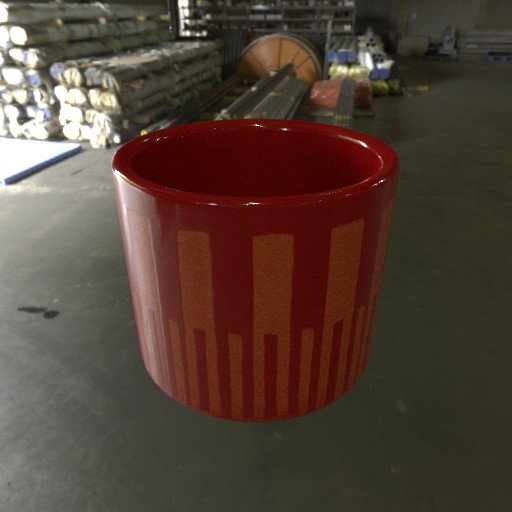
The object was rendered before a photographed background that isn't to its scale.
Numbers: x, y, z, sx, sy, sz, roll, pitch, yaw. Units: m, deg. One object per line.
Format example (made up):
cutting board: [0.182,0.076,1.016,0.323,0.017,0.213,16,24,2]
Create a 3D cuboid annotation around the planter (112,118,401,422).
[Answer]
planter: [0.000,0.000,0.412,0.230,0.202,0.230,0,29,0]
